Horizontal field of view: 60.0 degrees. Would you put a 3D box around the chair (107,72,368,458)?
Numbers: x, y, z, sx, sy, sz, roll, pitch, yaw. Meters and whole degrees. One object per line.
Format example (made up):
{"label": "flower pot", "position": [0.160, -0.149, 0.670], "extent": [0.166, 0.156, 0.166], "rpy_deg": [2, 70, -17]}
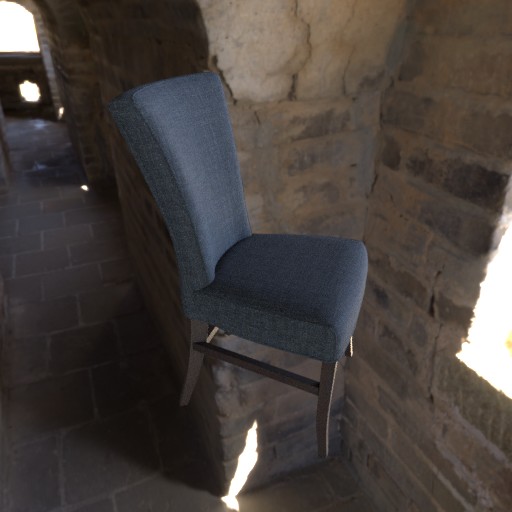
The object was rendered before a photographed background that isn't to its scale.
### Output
{"label": "chair", "position": [0.000, 0.000, 1.359], "extent": [0.660, 0.991, 0.520], "rpy_deg": [10, 30, 17]}
